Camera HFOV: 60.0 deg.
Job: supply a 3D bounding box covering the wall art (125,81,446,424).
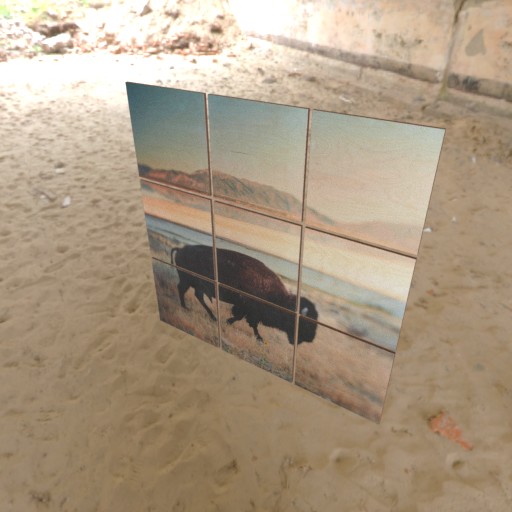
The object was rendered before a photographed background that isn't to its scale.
[{"bbox_3d":[0.000,0.000,1.797,1.221,1.218,0.019,19,36,28],"label":"wall art"}]
